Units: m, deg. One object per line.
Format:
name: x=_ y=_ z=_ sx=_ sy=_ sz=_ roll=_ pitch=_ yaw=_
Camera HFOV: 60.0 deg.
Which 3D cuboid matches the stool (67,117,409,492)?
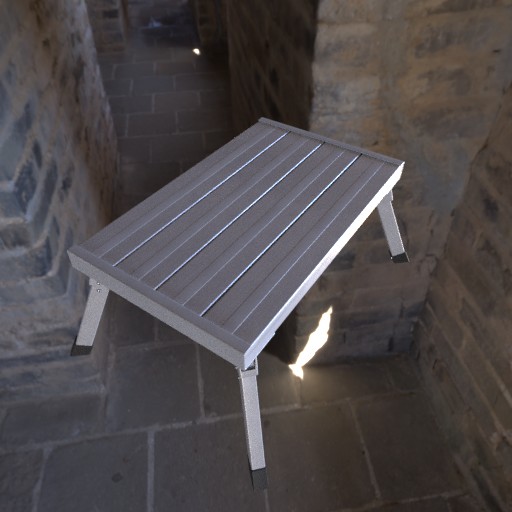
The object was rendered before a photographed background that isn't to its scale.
stool: x=0.000 y=0.000 z=0.726 sx=0.385 sy=0.225 sz=0.535 roll=25 pitch=49 yaw=24
